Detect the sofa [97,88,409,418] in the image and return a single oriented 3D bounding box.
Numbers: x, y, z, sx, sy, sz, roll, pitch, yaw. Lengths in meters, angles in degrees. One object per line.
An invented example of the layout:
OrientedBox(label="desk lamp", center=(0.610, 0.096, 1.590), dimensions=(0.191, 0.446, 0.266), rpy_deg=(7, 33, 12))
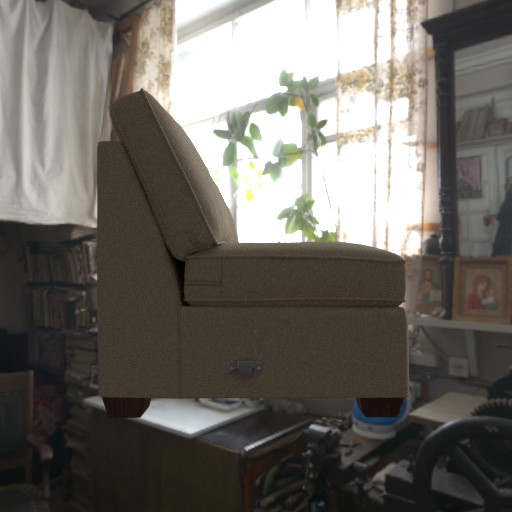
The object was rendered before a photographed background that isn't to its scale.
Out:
OrientedBox(label="sofa", center=(0.000, 0.000, 1.932), dimensions=(0.951, 1.008, 1.237), rpy_deg=(0, -1, 1))
